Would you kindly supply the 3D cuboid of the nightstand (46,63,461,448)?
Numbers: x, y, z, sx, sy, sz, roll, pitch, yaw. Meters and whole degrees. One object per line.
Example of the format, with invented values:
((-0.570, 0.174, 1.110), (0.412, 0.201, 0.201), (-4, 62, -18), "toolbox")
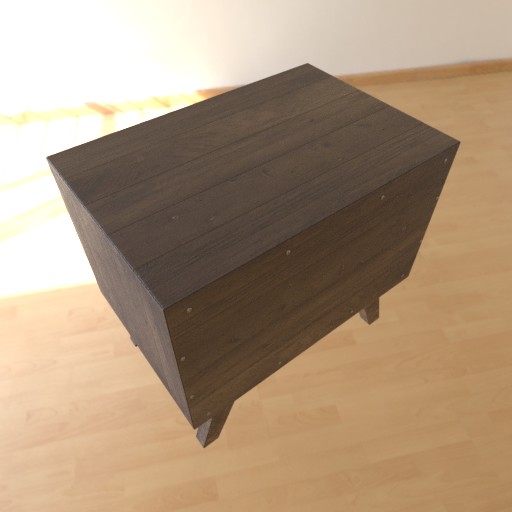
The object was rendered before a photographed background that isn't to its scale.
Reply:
((0.000, 0.000, 1.054), (0.650, 0.599, 0.450), (-29, 54, -25), "nightstand")
